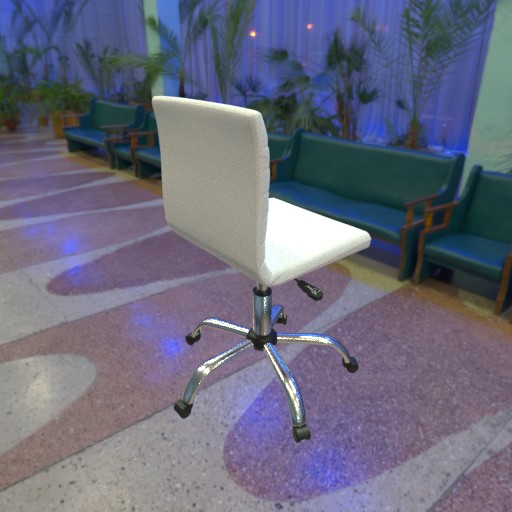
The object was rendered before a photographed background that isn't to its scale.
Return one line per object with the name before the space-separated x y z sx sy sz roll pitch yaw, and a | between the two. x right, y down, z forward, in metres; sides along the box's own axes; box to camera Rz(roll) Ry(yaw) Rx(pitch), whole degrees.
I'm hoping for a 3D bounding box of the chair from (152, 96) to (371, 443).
chair | 0.000 0.000 1.148 0.530 0.780 0.556 -18 31 -34
